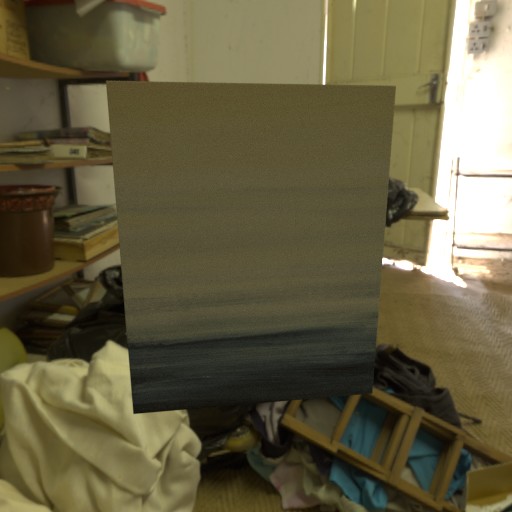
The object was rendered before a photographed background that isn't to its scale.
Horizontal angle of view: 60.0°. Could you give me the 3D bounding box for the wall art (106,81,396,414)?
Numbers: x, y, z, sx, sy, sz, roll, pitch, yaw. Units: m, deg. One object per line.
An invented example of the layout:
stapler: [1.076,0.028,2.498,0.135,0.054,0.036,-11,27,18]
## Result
wall art: [0.000,0.000,0.838,0.489,0.608,0.040,-2,15,-8]
